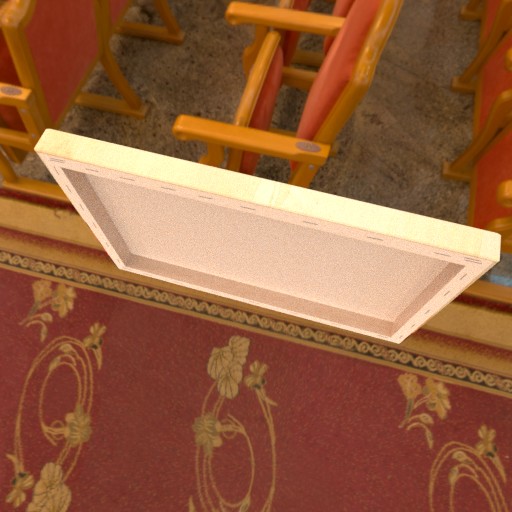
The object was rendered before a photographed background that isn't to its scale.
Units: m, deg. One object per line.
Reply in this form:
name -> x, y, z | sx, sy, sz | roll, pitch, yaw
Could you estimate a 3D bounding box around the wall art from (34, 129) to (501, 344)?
wall art -> 0.000, 0.000, 0.752 | 0.613, 0.402, 0.040 | 14, 66, 7
